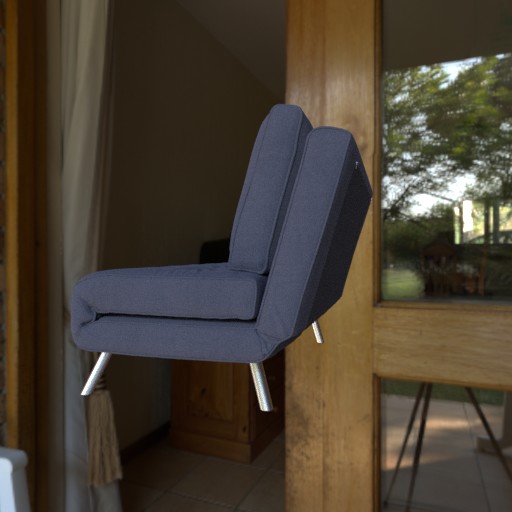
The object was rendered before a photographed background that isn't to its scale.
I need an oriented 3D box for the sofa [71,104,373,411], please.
[{"bbox_3d":[0.000,0.000,1.868,0.910,0.910,1.220,0,0,17],"label":"sofa"}]
